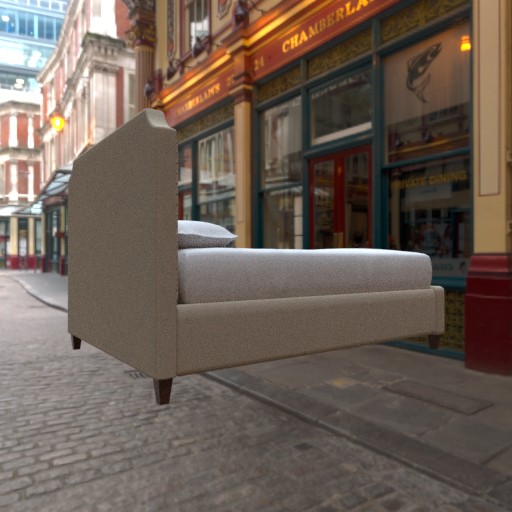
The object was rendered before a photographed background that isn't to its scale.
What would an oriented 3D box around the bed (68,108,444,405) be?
[{"bbox_3d":[0.000,0.000,3.382,2.329,1.415,1.703,0,-1,-36],"label":"bed"}]
